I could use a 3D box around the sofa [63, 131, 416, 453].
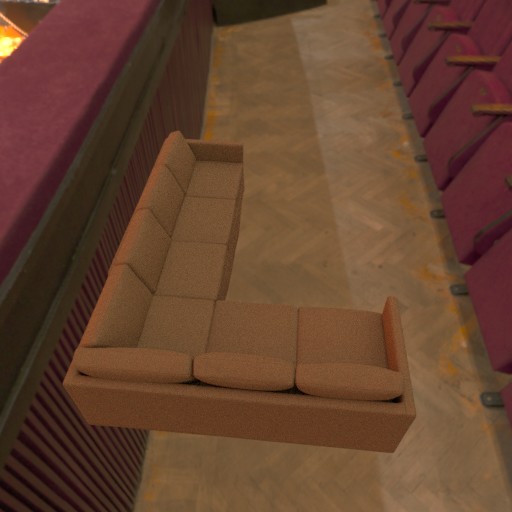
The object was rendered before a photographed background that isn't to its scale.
[{"bbox_3d":[0.000,0.000,4.245,2.432,0.871,3.182,4,46,4],"label":"sofa"}]
